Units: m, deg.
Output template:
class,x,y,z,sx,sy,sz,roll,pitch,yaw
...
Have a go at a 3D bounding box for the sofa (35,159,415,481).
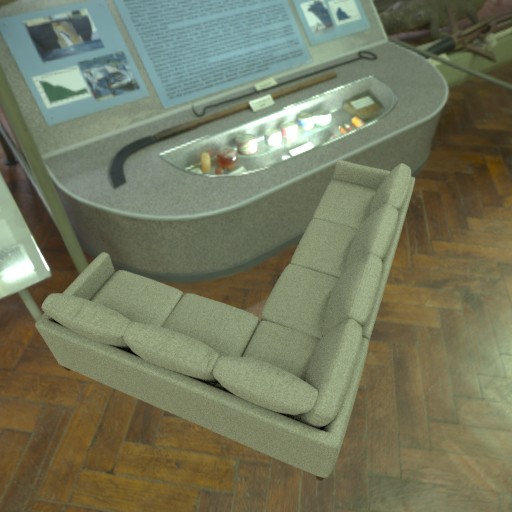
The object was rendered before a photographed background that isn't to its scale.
class,x,y,z,sx,sy,sz,roll,pitch,yaw
sofa,0.000,0.000,4.465,2.593,0.947,3.302,17,49,16
